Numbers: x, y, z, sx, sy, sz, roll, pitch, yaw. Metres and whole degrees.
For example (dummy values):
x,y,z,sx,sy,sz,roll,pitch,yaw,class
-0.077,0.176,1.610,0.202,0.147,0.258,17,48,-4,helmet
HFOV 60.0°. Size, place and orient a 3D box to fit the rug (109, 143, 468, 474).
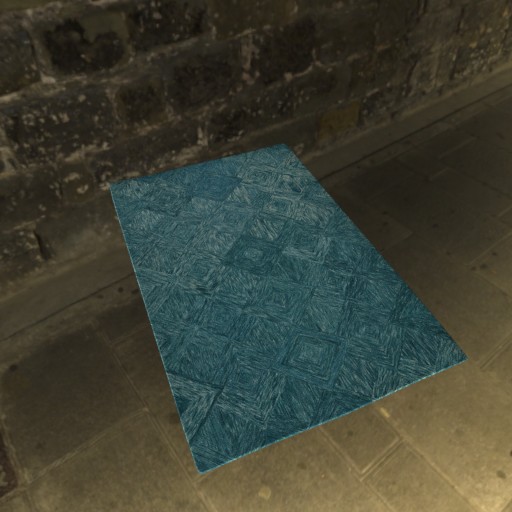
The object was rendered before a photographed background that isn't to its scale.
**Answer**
x,y,z,sx,sy,sz,roll,pitch,yaw,class
0.000,0.000,2.167,1.136,0.017,1.728,-17,48,-16,rug
